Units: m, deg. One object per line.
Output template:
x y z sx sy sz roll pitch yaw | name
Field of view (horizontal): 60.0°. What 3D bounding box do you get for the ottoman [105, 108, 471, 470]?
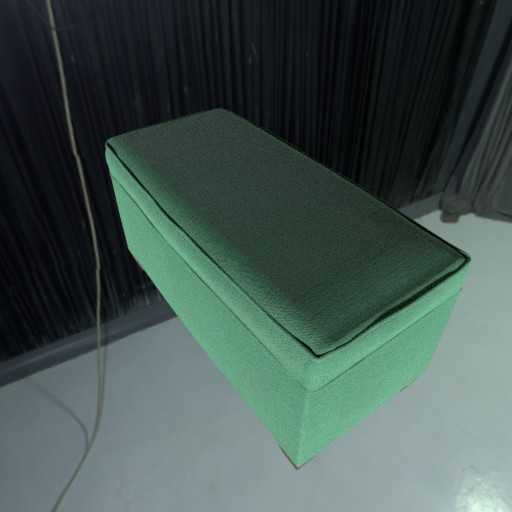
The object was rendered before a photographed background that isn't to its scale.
0.000 0.000 1.223 0.483 0.471 0.957 -25 46 -26 | ottoman
